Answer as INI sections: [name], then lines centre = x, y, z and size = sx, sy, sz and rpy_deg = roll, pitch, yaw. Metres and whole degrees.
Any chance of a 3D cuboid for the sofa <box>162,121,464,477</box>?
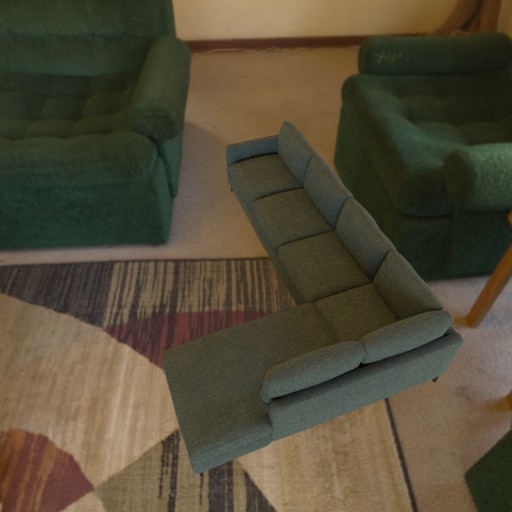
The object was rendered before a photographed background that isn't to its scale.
[sofa]
centre = 0.000, 0.000, 3.885
size = 2.007, 0.815, 2.949
rpy_deg = -16, 49, -14
